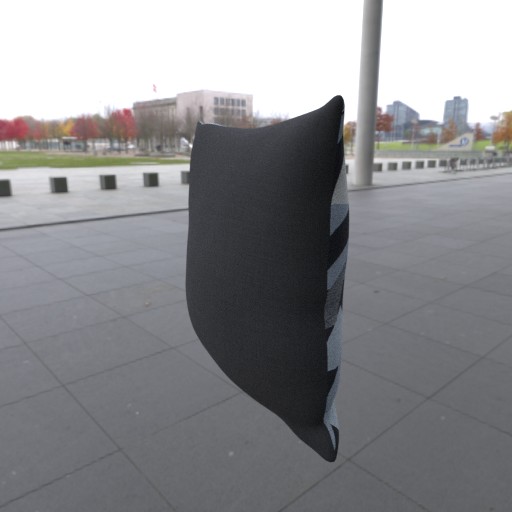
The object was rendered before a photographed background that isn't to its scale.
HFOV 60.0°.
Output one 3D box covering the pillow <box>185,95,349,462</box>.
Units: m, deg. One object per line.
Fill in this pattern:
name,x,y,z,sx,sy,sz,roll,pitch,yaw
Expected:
pillow,0.000,0.000,0.785,0.208,0.496,0.503,-7,16,-26
